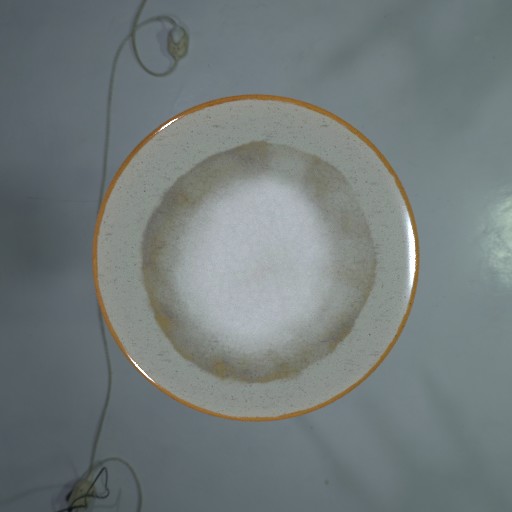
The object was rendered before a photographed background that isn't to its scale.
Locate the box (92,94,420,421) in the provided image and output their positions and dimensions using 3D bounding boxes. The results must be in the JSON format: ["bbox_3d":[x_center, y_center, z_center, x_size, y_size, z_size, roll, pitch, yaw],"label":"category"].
[{"bbox_3d":[0.000,0.000,0.211,0.123,0.100,0.123,0,92,0],"label":"box"}]
